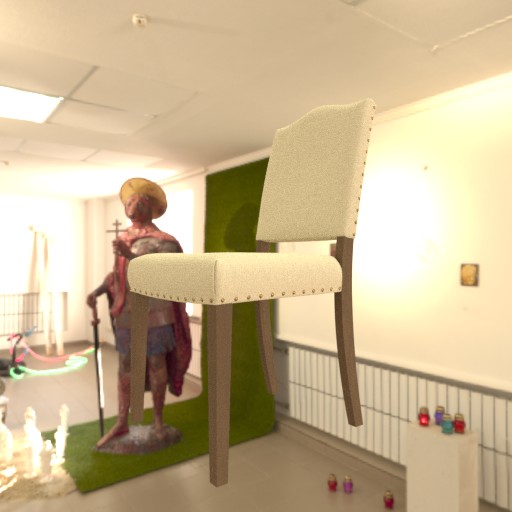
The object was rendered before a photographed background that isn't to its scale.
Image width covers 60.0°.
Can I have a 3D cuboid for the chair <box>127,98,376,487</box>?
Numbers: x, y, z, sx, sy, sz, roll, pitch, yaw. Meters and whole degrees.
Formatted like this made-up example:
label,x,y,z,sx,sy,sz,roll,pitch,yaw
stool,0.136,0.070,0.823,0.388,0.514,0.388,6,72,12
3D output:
label,x,y,z,sx,sy,sz,roll,pitch,yaw
chair,0.000,0.000,1.349,0.619,1.015,0.508,0,0,-37
